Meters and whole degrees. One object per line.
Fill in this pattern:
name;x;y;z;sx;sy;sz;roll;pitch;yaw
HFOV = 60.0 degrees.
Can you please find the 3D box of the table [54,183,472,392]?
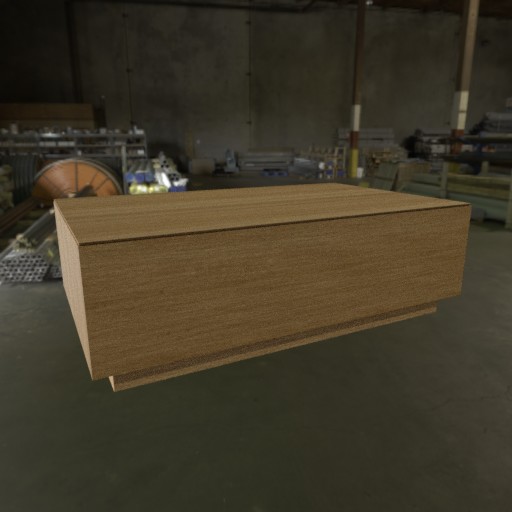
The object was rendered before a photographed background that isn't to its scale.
table;0.000;0.000;1.422;1.110;0.353;0.678;-8;17;-26
